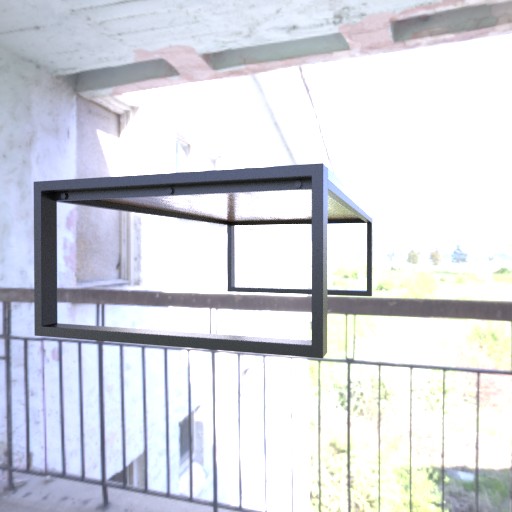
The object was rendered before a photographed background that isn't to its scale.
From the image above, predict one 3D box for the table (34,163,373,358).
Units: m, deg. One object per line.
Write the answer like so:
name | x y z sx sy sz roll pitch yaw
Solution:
table | 0.000 0.000 1.662 0.750 0.400 1.350 0 1 19
